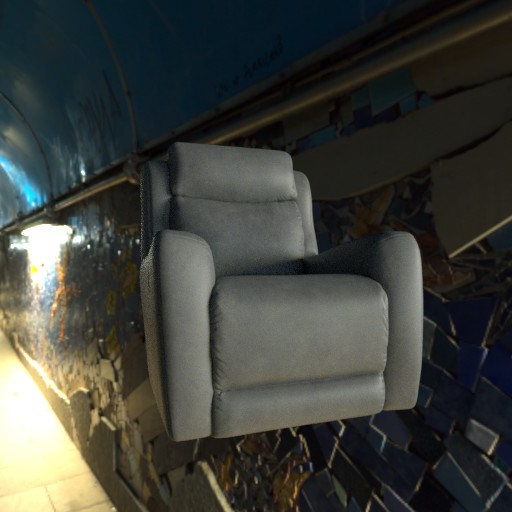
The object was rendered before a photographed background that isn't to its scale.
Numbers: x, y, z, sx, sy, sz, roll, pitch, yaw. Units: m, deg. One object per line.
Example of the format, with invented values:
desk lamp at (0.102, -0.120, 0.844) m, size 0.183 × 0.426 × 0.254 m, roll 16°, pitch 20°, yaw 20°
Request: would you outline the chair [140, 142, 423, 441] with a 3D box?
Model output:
chair at (0.000, 0.000, 1.918) m, size 0.965 × 1.116 × 1.068 m, roll 0°, pitch 1°, yaw -19°
